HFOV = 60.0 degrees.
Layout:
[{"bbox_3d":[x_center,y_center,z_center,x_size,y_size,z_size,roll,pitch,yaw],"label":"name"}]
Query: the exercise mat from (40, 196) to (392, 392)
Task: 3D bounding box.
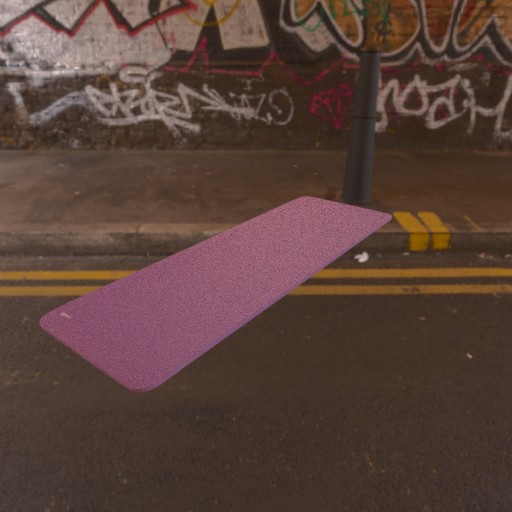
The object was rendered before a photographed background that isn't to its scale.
[{"bbox_3d":[0.000,0.000,2.108,0.616,0.021,1.869,19,31,34],"label":"exercise mat"}]
